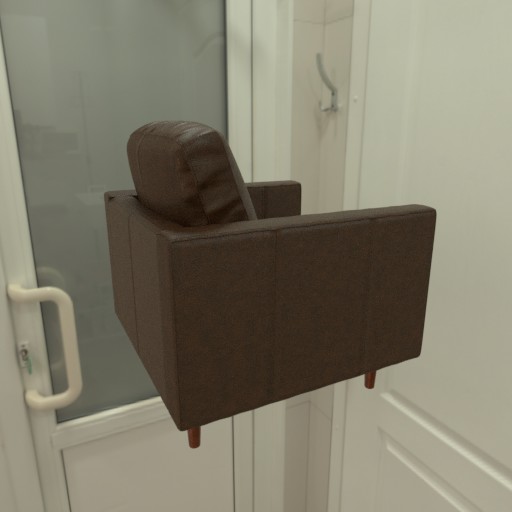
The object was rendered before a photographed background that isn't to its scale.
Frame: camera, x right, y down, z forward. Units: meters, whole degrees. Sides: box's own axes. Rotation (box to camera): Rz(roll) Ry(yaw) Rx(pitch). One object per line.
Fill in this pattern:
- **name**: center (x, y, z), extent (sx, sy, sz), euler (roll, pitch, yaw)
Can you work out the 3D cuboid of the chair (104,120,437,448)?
- **chair**: center (0.000, 0.000, 1.643), extent (0.909, 0.956, 0.890), euler (-8, 18, -26)
